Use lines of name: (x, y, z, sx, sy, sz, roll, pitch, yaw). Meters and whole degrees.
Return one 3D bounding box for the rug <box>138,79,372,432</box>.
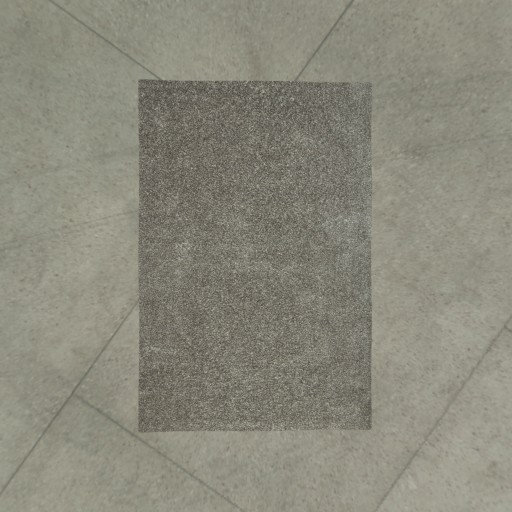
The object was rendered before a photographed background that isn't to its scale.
rug: (0.000, 0.000, 3.424, 1.802, 0.026, 2.699, 0, 90, -2)
